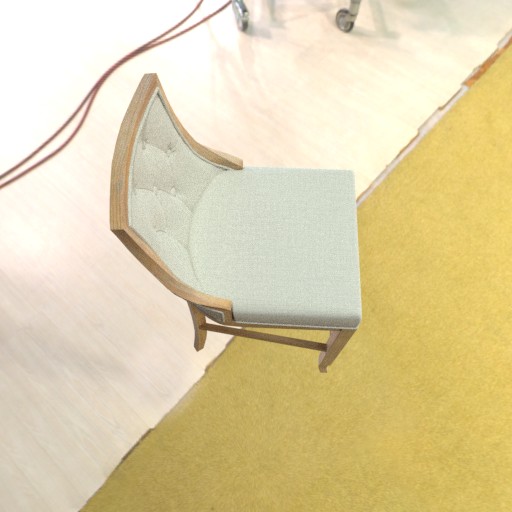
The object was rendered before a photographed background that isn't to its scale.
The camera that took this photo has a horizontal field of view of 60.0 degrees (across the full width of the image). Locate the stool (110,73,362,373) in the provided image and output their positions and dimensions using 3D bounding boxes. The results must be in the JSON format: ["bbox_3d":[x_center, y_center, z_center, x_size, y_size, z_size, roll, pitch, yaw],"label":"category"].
[{"bbox_3d":[0.000,0.000,1.472,0.626,1.101,0.524,3,65,1],"label":"stool"}]
